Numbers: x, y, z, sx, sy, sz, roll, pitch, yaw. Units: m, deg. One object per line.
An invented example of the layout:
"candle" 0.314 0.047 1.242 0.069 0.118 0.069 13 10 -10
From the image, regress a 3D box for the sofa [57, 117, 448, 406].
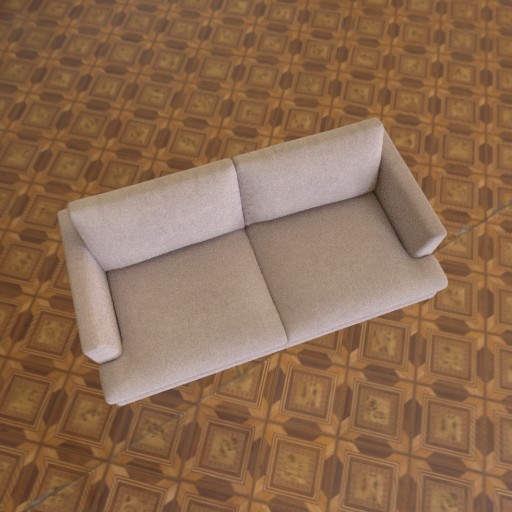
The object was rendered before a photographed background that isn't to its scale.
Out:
"sofa" 0.000 0.000 2.519 1.948 0.868 1.020 -17 66 -8
